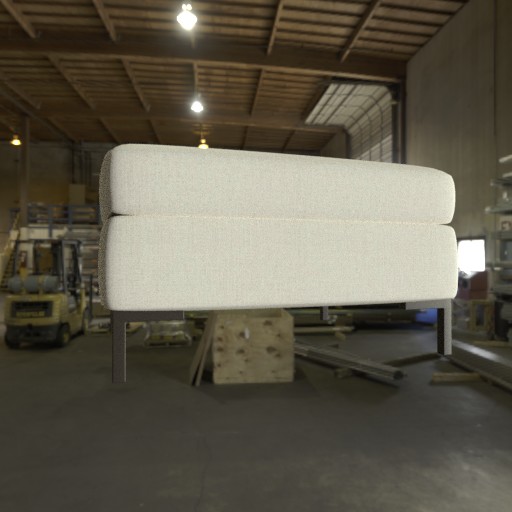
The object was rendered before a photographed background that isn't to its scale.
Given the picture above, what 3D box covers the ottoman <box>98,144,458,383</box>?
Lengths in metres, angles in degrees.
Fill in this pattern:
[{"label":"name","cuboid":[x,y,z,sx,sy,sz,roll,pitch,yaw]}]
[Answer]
[{"label":"ottoman","cuboid":[0.000,0.000,1.189,0.794,0.453,0.657,0,0,-18]}]
